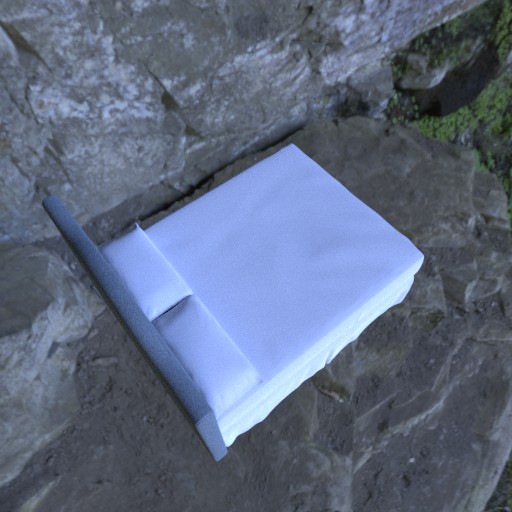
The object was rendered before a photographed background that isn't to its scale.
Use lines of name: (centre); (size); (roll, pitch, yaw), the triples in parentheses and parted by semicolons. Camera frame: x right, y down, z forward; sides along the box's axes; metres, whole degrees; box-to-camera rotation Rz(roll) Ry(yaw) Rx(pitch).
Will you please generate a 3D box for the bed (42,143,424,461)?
bed: (0.000, 0.000, 3.335); (2.143, 1.460, 1.753); (-34, 64, -19)
